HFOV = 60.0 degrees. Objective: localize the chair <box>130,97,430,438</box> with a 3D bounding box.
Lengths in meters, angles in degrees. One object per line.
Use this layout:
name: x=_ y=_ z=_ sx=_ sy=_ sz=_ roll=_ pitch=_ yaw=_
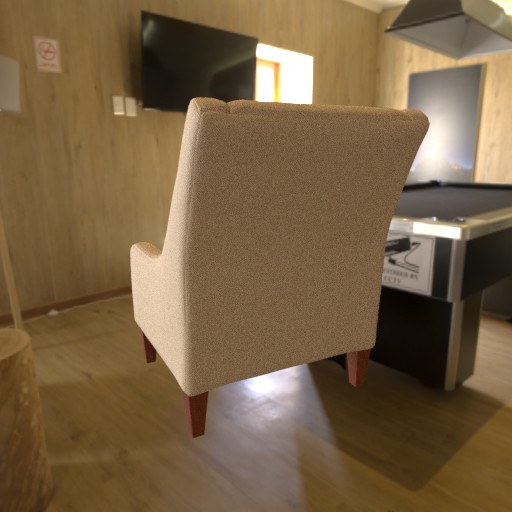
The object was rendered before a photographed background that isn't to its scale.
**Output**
chair: x=0.000 y=0.000 z=1.650 sx=0.774 sy=1.014 sz=0.870 roll=-7 pitch=15 yaw=-27
